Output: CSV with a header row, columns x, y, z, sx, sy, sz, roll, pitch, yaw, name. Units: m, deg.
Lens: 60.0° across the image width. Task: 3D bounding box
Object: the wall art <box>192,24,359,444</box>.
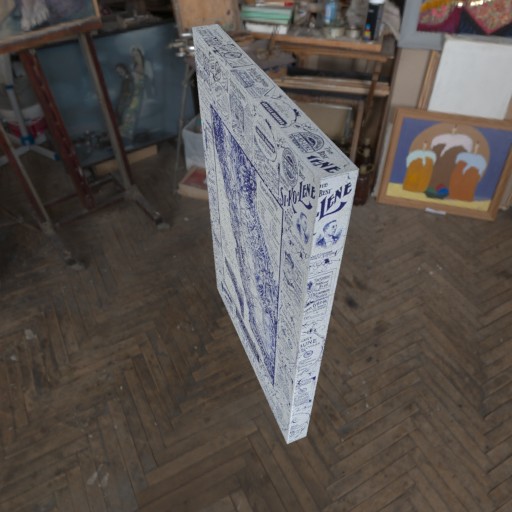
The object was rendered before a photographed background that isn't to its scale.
x,y,z,sx,sy,sz,roll,pitch,yaw,name
0.000,0.000,0.467,0.025,0.376,0.255,-16,48,-15,wall art
